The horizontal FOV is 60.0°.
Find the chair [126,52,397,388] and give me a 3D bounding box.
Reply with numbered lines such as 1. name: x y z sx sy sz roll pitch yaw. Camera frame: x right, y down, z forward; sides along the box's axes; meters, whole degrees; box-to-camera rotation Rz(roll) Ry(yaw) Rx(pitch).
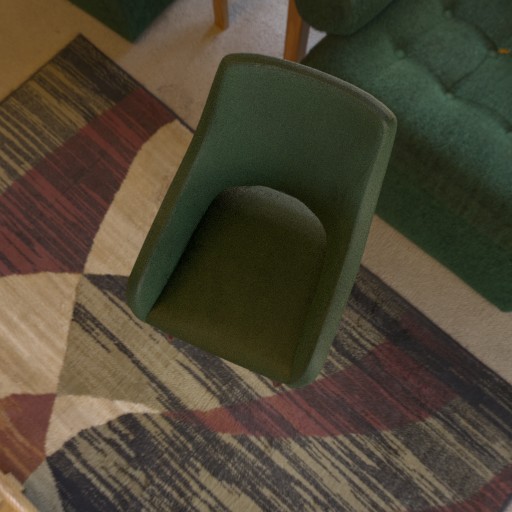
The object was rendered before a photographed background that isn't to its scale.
1. chair: 0.000 0.000 1.570 0.683 1.081 0.794 22 77 6
